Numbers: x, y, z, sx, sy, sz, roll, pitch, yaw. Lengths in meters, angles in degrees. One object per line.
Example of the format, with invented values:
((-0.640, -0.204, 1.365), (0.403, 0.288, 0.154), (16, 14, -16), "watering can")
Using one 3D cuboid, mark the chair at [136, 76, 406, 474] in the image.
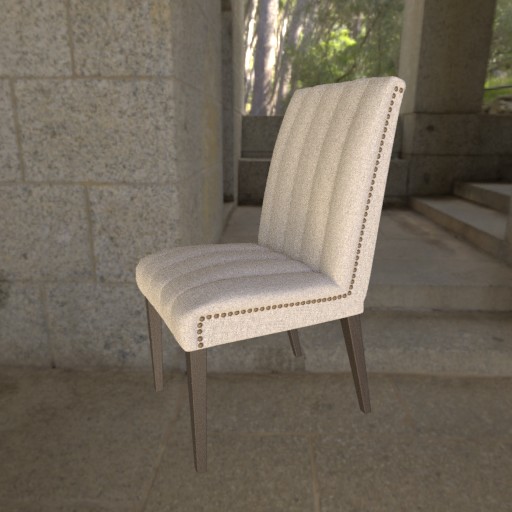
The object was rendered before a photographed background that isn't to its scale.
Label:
((0.000, 0.000, 1.348), (0.647, 1.016, 0.511), (-8, 17, -26), "chair")
